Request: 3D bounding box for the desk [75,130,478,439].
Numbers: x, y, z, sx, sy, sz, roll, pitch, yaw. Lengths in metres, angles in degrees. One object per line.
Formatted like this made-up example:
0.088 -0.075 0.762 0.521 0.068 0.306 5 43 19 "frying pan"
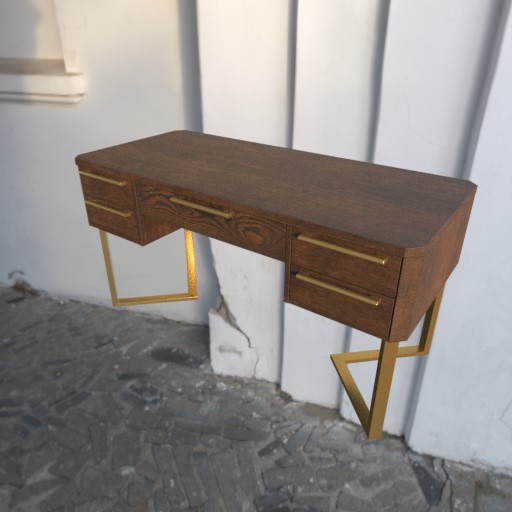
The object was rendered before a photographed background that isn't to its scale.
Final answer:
0.000 0.000 1.897 1.479 0.762 0.684 19 33 31 "desk"
